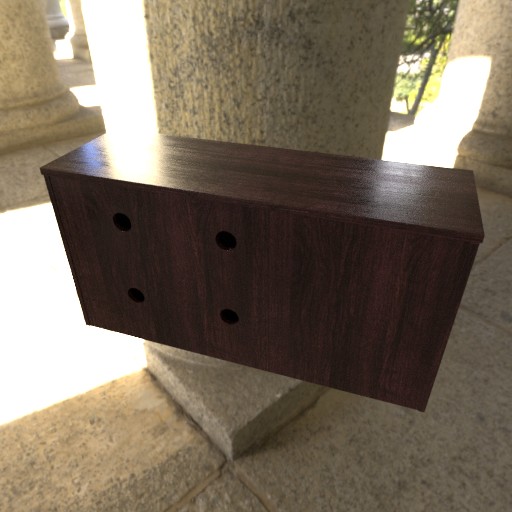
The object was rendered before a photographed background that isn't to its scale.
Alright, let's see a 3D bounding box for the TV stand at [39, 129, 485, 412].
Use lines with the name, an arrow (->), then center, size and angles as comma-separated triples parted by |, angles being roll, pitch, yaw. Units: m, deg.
TV stand -> 0.000, 0.000, 1.456 | 1.192, 0.614, 0.404 | 11, 35, 15
